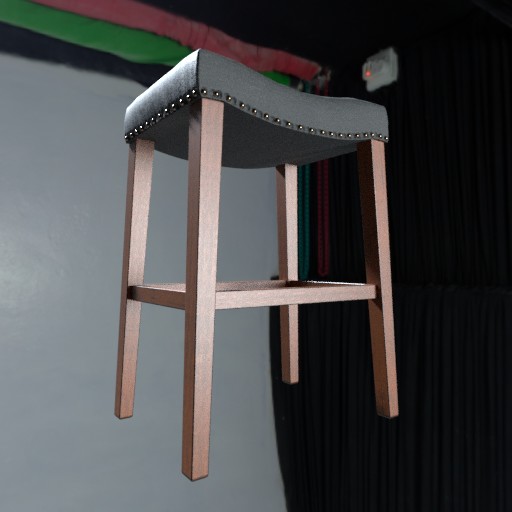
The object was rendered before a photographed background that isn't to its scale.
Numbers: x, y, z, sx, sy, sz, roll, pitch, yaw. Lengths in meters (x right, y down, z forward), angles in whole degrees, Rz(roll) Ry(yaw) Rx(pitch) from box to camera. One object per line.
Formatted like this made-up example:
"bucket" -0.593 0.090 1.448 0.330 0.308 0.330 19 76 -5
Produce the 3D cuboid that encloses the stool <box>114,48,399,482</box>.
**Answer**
"stool" 0.000 0.000 0.851 0.439 0.612 0.320 1 -1 -36
